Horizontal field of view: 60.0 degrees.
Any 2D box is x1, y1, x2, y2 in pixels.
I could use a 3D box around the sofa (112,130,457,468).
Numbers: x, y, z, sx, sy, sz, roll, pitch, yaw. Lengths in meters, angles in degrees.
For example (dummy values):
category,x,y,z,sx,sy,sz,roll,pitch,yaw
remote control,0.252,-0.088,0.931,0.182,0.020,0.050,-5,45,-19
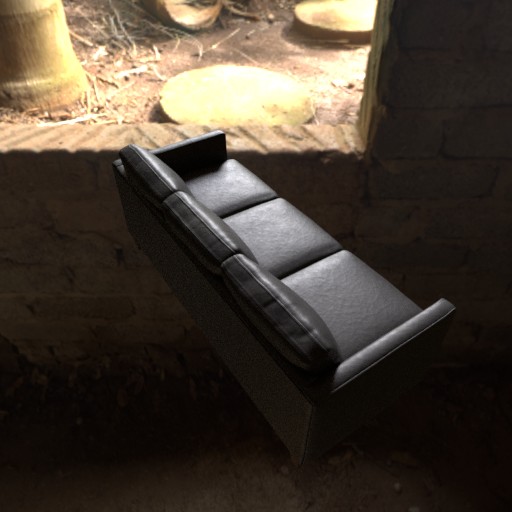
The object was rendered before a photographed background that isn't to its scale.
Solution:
category,x,y,z,sx,sy,sz,roll,pitch,yaw
sofa,0.000,0.000,3.075,1.045,1.006,2.464,-25,48,-24
